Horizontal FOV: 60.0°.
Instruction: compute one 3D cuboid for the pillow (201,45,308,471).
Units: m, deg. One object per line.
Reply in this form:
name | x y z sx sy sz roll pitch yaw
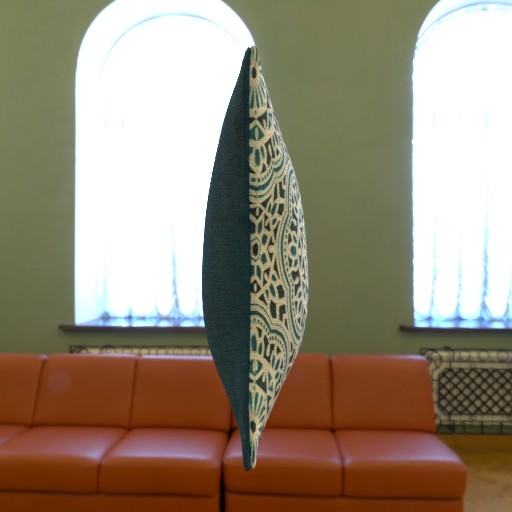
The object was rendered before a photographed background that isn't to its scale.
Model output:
pillow | 0.000 0.000 0.644 0.145 0.420 0.440 0 -1 1
